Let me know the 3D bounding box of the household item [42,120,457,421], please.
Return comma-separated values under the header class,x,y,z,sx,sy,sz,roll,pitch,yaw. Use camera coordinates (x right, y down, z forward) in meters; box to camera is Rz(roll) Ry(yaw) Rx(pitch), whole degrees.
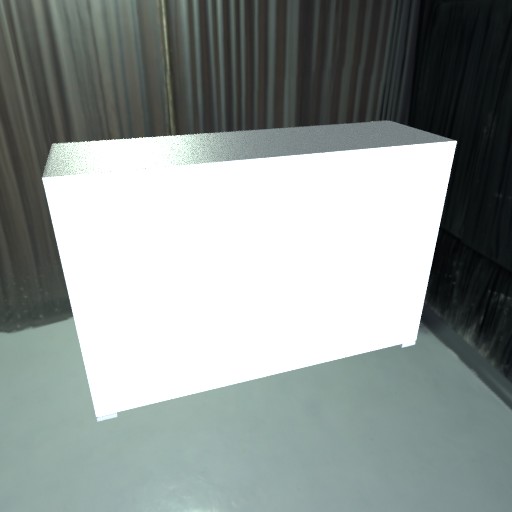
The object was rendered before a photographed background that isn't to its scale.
class,x,y,z,sx,sy,sz,roll,pitch,yaw
household item,0.000,0.000,1.695,1.300,0.867,0.420,-9,28,-17
